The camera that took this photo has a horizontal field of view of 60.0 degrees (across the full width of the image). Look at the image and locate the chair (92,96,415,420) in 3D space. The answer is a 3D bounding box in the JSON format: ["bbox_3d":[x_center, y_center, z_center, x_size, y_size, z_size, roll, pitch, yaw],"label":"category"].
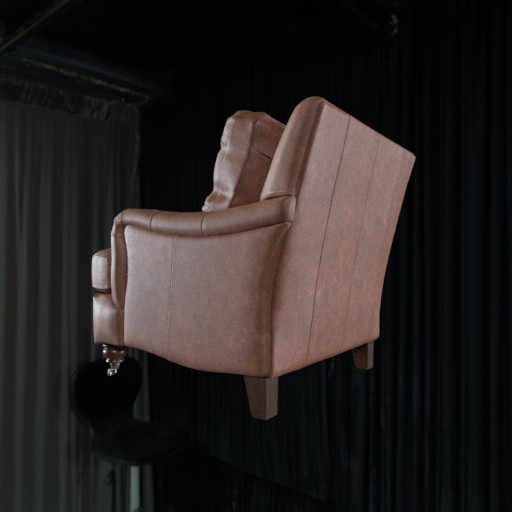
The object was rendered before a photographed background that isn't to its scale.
[{"bbox_3d":[0.000,0.000,1.983,1.158,1.055,0.986,0,-1,37],"label":"chair"}]
